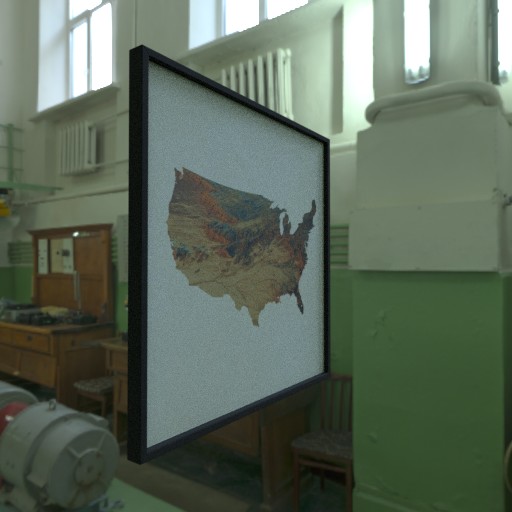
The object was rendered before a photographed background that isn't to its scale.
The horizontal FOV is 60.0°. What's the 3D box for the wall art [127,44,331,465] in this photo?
[{"bbox_3d":[0.000,0.000,1.121,0.038,0.762,0.762,-1,-1,36],"label":"wall art"}]
